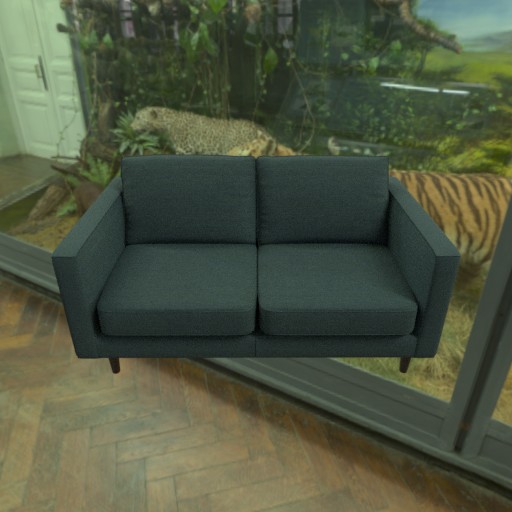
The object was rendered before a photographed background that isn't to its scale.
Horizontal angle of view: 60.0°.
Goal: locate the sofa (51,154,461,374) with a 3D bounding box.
[{"bbox_3d":[0.000,0.000,2.298,1.659,0.907,0.999,0,29,0],"label":"sofa"}]
